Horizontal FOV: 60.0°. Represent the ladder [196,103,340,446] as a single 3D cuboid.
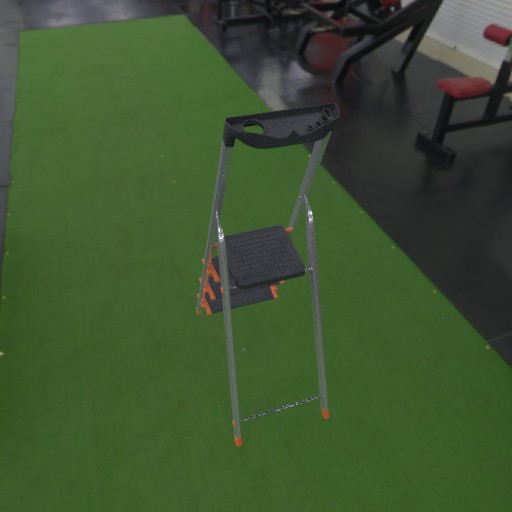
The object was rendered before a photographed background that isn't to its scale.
[{"bbox_3d":[0.000,0.000,1.822,0.452,1.429,0.834,-12,43,-13],"label":"ladder"}]
